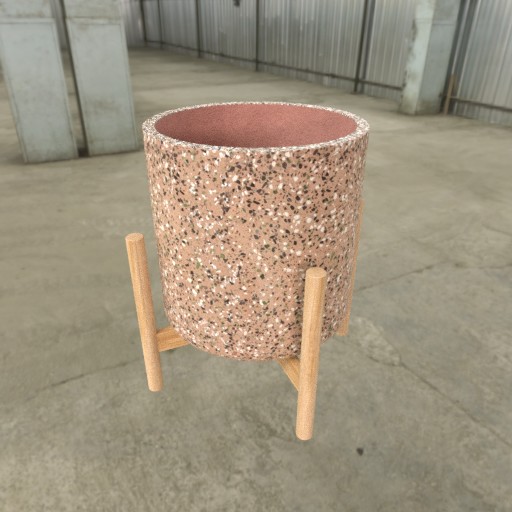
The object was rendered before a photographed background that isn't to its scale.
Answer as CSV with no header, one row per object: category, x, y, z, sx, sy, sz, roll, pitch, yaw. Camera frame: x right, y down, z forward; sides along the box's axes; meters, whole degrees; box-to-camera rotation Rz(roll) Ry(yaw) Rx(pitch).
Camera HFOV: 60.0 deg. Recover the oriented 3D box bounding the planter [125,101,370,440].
planter,0.000,0.000,0.704,0.360,0.419,0.360,0,29,-1
